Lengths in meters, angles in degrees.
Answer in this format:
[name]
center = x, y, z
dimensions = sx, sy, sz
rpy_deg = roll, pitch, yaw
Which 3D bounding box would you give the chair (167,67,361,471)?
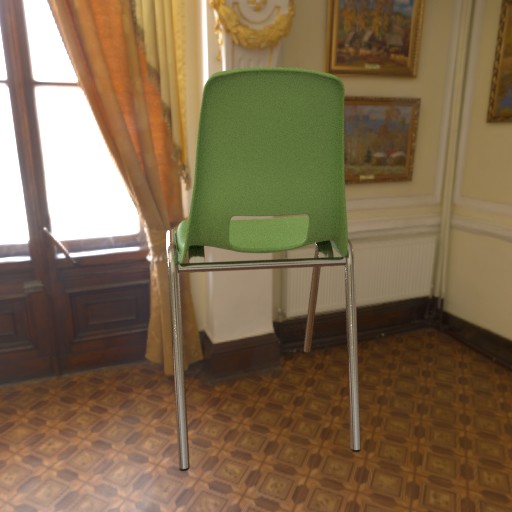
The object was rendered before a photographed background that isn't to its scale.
[chair]
center = 0.000, 0.000, 0.960
dimensions = 0.381, 0.704, 0.436
rpy_deg = -2, 15, -8
